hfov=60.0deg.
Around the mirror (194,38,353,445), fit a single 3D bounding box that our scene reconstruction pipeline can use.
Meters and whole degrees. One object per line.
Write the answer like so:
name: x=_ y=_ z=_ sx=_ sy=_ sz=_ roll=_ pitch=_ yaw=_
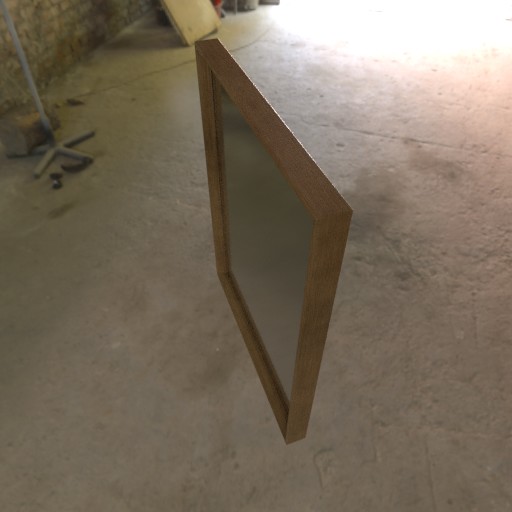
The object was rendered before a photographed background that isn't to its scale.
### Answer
mirror: x=0.000 y=0.000 z=0.695 sx=0.041 sy=0.509 sz=0.406 roll=-15 pitch=49 yaw=-14
